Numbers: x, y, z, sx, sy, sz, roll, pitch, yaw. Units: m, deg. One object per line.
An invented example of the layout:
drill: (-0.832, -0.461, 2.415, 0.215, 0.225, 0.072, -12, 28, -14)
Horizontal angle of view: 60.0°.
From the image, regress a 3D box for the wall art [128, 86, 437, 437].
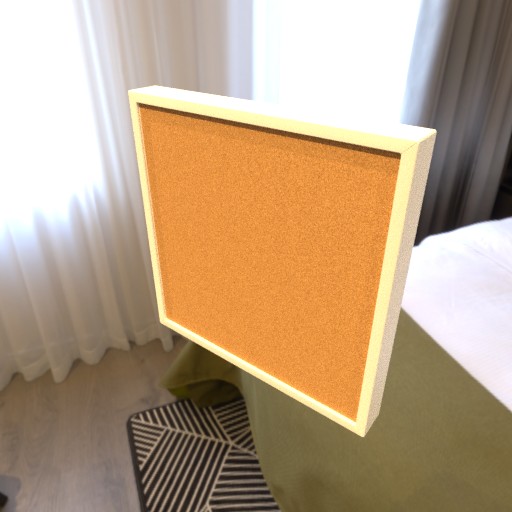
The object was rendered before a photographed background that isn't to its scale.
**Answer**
wall art: (0.000, 0.000, 0.467, 0.305, 0.305, 0.038, 21, 36, 32)
